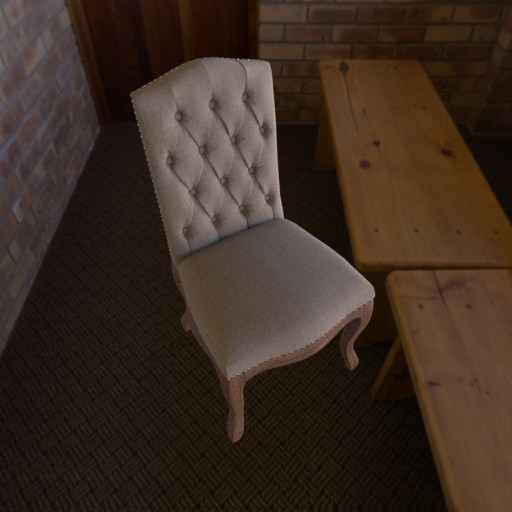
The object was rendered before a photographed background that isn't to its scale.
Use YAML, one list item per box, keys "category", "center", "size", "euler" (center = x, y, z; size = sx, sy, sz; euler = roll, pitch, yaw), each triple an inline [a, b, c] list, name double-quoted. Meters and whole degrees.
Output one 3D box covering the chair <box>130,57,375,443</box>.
- category: "chair"
  center: [0.000, 0.000, 1.622]
  size: [0.637, 1.191, 0.731]
  euler: [-24, 51, -22]
